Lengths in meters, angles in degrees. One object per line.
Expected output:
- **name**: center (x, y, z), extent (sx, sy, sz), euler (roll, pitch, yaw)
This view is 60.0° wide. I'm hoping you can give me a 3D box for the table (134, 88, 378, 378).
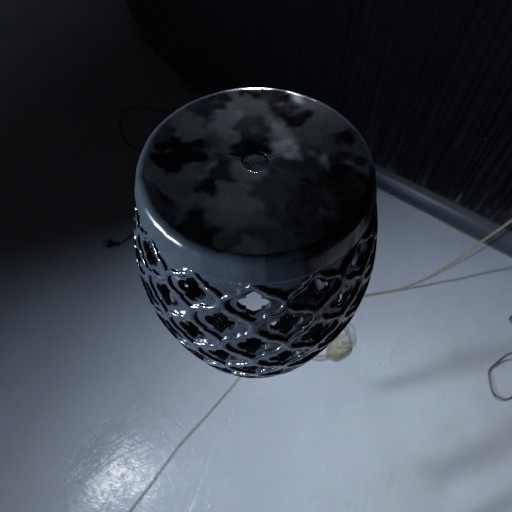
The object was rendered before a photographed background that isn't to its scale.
- **table**: center (0.000, 0.000, 0.645), extent (0.325, 0.388, 0.325), euler (0, 58, 0)
